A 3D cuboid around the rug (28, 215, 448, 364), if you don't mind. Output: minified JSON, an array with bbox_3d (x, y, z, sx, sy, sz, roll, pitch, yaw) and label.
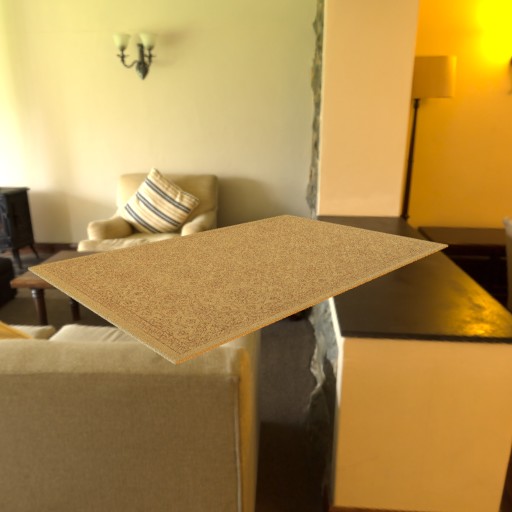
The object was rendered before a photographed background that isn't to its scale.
[{"bbox_3d":[0.000,0.000,2.287,1.829,0.010,1.219,-16,23,-42],"label":"rug"}]
